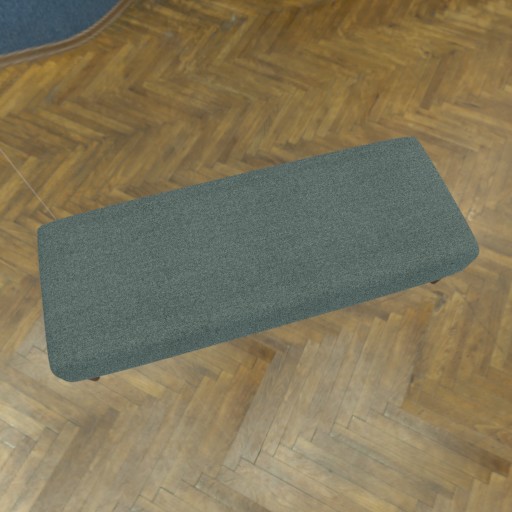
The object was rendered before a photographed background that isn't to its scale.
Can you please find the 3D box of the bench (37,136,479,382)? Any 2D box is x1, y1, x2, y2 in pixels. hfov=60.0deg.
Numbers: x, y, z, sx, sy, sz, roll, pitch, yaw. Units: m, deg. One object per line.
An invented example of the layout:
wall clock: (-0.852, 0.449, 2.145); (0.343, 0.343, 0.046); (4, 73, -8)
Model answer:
bench: (0.000, 0.000, 1.822); (1.598, 0.384, 0.631); (-15, 65, -7)
